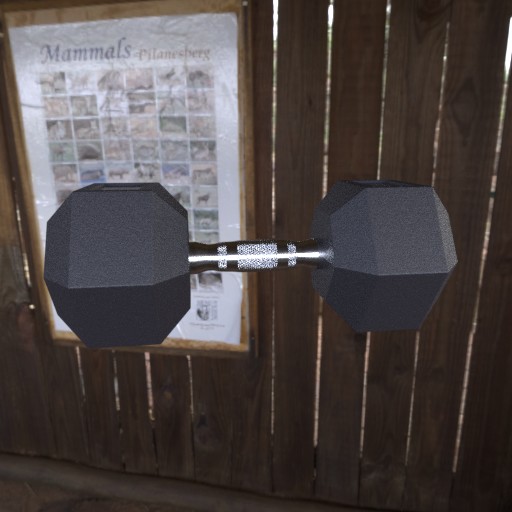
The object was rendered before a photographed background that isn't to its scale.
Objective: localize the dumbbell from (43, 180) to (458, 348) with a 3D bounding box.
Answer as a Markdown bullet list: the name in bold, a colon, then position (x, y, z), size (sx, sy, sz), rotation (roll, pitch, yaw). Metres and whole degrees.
- **dumbbell**: position (0.000, 0.000, 0.429), size (0.361, 0.137, 0.157), rotation (-2, 14, -8)
